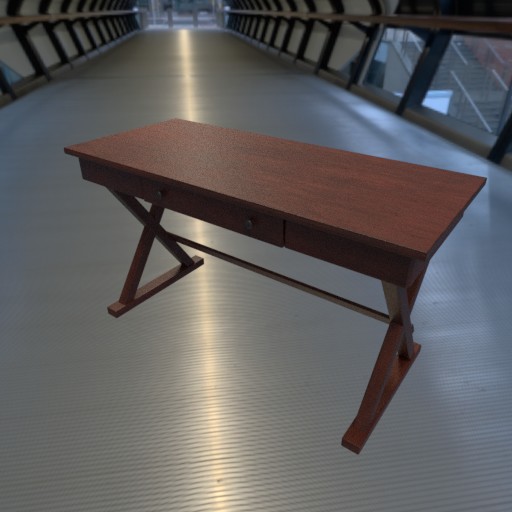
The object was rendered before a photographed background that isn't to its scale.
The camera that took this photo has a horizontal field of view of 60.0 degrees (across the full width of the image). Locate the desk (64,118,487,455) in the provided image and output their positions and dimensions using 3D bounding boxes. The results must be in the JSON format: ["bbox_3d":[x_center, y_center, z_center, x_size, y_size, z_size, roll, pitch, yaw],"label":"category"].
[{"bbox_3d":[0.000,0.000,1.729,1.372,0.761,0.600,20,36,31],"label":"desk"}]
